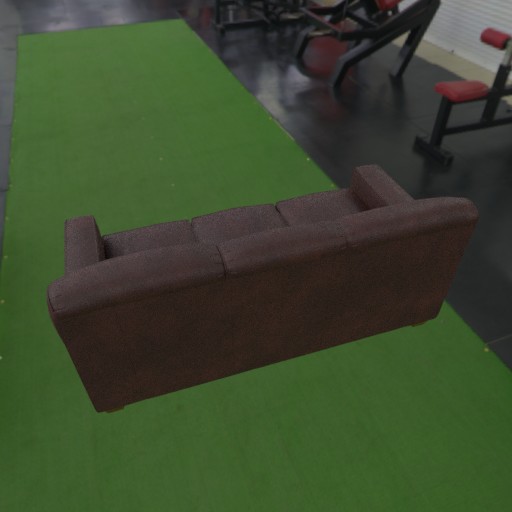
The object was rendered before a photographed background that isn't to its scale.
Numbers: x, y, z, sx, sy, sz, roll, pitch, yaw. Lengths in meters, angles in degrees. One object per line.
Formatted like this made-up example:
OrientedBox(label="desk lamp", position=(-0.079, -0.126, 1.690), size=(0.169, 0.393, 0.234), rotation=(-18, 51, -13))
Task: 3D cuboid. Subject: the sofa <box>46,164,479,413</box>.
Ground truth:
OrientedBox(label="sofa", position=(0.000, 0.000, 2.538), size=(2.039, 0.953, 1.008), rotation=(-12, 43, -14))
